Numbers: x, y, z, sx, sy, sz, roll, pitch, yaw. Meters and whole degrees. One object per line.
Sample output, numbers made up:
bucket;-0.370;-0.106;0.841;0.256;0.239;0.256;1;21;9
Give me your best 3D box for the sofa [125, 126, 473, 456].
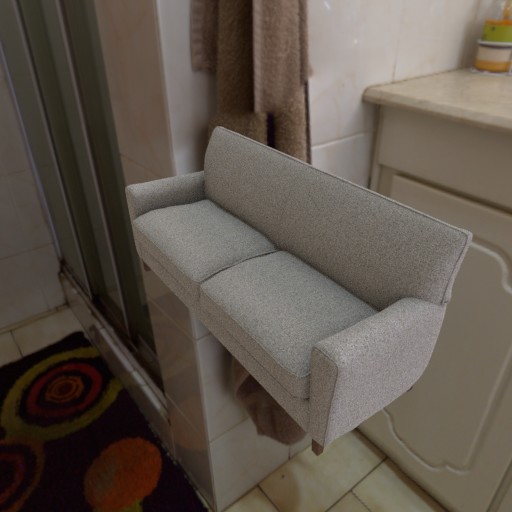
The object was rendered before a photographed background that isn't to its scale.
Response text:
sofa;0.000;0.000;2.567;0.854;0.942;2.026;-21;38;-30
